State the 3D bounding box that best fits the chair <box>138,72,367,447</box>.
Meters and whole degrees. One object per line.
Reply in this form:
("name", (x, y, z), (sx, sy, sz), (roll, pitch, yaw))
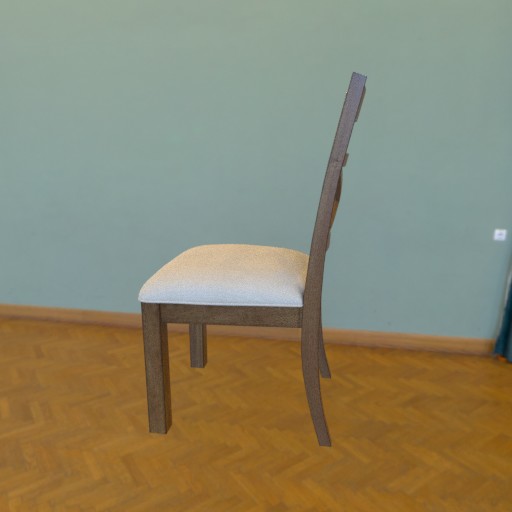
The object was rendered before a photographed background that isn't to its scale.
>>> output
("chair", (0.000, 0.000, 1.315), (0.581, 0.949, 0.461), (2, 14, 9))
